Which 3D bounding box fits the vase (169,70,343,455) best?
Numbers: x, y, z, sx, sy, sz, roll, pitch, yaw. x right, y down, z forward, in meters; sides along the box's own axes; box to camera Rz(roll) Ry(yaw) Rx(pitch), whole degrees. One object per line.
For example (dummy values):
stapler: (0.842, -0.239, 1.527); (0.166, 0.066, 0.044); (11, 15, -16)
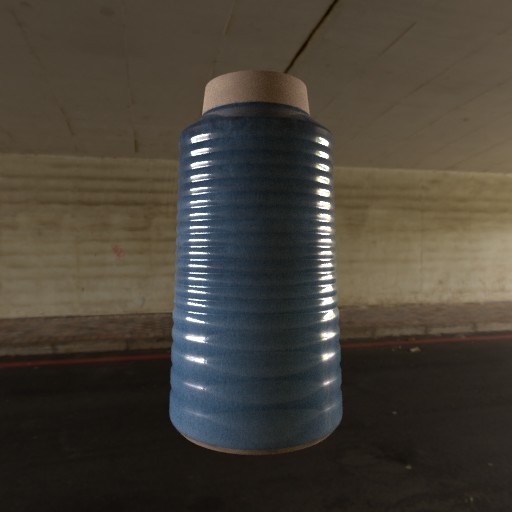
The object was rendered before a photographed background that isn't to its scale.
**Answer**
vase: (0.000, 0.000, 0.424); (0.163, 0.316, 0.163); (0, 1, 0)
